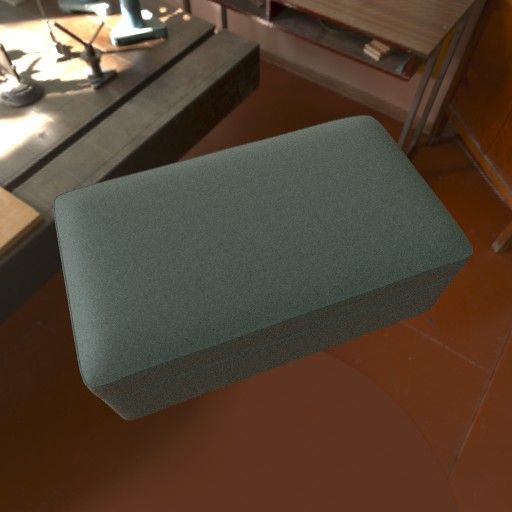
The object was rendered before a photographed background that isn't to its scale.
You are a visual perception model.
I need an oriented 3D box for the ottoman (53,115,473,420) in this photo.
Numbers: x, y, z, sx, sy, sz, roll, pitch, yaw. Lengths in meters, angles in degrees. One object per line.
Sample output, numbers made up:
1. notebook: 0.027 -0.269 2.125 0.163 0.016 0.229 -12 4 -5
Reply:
1. ottoman: 0.000 0.000 1.540 1.173 0.494 0.681 -18 59 -11
